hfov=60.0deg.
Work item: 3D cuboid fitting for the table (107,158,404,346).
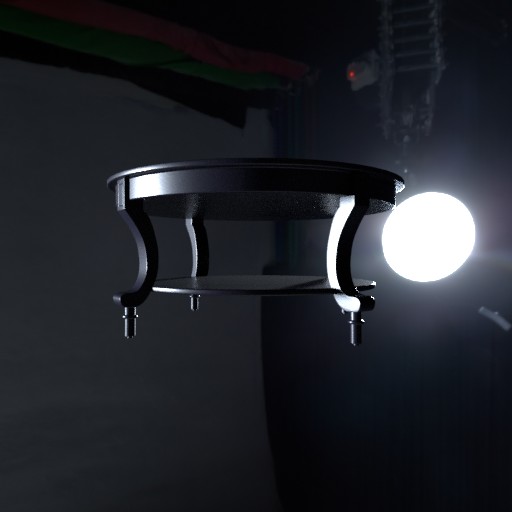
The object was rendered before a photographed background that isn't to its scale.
[{"bbox_3d":[0.000,0.000,1.608,1.029,0.491,1.029,0,0,0],"label":"table"}]
